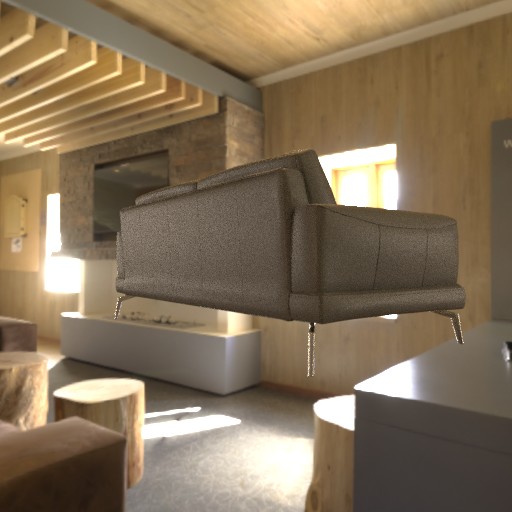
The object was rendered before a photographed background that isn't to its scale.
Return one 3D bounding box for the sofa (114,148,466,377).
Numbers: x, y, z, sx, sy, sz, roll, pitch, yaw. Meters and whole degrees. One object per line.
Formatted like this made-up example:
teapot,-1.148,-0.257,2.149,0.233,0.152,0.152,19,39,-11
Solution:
sofa,0.000,0.000,2.802,1.121,0.930,2.177,0,-1,-37
